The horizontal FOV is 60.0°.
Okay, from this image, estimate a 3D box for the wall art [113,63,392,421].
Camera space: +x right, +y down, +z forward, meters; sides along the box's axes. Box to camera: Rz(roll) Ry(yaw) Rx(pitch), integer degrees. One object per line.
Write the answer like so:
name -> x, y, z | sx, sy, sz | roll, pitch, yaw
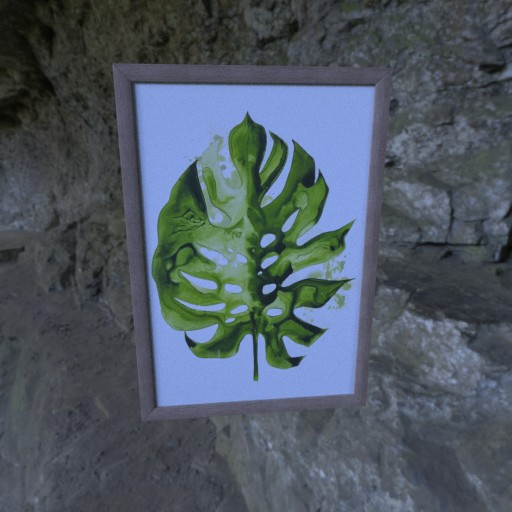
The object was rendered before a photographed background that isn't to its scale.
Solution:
wall art -> 0.000, 0.000, 0.644 | 0.356, 0.509, 0.031 | -2, 16, -6
